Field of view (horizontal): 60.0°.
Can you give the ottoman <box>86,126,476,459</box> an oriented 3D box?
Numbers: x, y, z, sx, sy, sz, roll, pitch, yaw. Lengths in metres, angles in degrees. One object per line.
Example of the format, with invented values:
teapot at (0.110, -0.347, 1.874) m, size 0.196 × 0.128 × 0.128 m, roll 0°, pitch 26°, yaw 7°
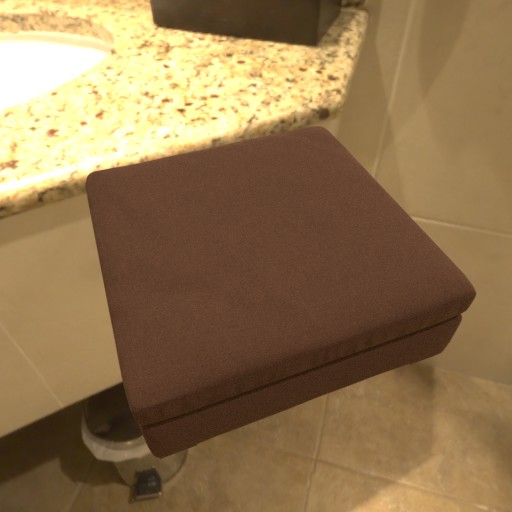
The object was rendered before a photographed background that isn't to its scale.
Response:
ottoman at (0.000, 0.000, 1.828) m, size 1.181 × 0.470 × 1.181 m, roll -15°, pitch 48°, yaw -14°
